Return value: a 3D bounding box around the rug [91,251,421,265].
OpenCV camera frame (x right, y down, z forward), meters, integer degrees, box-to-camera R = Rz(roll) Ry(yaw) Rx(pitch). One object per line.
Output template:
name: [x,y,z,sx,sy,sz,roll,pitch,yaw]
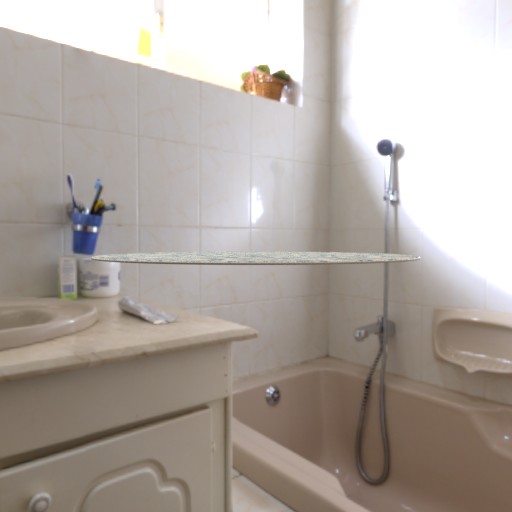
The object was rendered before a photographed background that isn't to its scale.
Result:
rug: [0.000,0.000,2.283,1.593,0.012,1.593,0,2,0]
